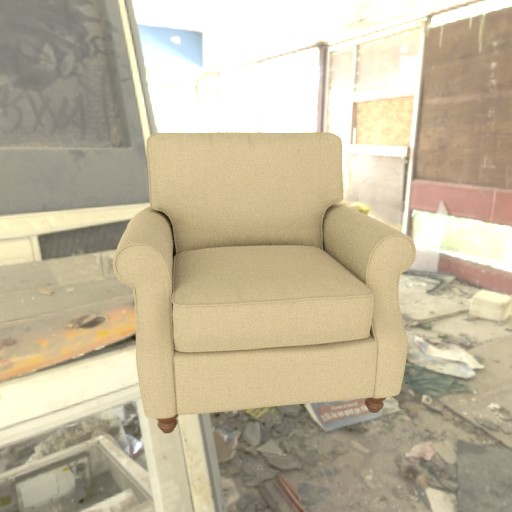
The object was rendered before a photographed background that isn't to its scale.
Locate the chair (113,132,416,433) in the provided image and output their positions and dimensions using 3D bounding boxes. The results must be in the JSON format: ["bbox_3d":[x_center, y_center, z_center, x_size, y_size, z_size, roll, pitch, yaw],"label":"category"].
[{"bbox_3d":[0.000,0.000,1.787,1.029,0.967,0.966,-2,15,-9],"label":"chair"}]
